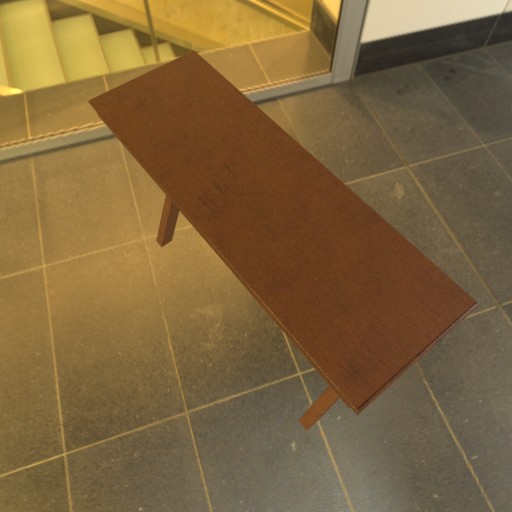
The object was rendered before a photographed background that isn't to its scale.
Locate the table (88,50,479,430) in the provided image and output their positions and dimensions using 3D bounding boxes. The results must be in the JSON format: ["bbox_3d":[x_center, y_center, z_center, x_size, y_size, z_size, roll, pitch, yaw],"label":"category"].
[{"bbox_3d":[0.000,0.000,1.541,0.399,0.763,1.197,-34,66,-18],"label":"table"}]
